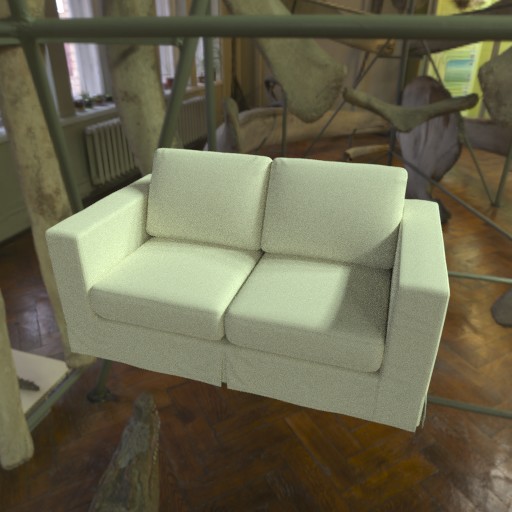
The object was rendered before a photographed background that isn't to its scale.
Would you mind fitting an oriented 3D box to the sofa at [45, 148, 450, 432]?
[{"bbox_3d":[0.000,0.000,2.347,1.813,0.932,1.009,8,28,16],"label":"sofa"}]
